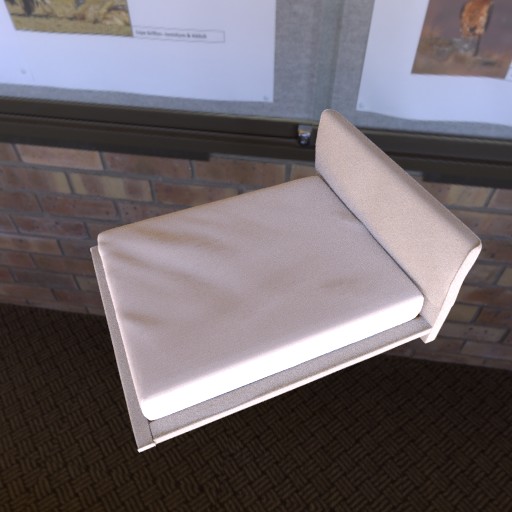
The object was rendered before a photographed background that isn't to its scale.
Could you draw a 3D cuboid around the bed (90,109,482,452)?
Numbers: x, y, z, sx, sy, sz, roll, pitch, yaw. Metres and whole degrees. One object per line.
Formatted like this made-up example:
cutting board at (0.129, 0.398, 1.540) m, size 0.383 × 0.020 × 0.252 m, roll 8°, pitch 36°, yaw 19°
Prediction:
bed at (0.000, 0.000, 3.558) m, size 2.498 × 1.126 × 1.980 m, roll -17°, pitch 49°, yaw -16°
